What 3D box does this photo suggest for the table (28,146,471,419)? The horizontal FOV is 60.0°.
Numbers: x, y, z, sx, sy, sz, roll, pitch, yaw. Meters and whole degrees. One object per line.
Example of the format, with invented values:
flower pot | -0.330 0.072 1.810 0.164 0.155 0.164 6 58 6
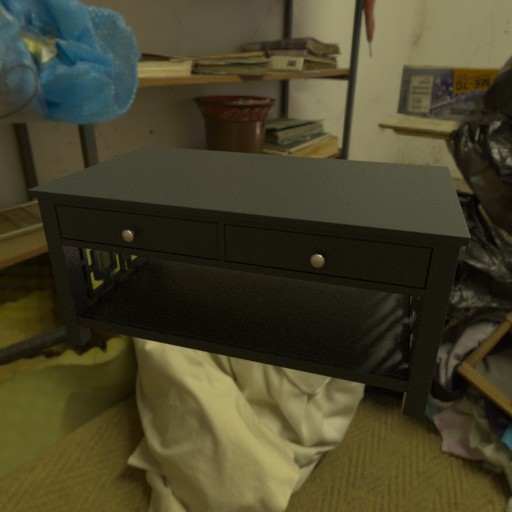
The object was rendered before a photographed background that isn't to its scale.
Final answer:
table | 0.000 0.000 1.372 1.068 0.493 0.612 8 26 16
